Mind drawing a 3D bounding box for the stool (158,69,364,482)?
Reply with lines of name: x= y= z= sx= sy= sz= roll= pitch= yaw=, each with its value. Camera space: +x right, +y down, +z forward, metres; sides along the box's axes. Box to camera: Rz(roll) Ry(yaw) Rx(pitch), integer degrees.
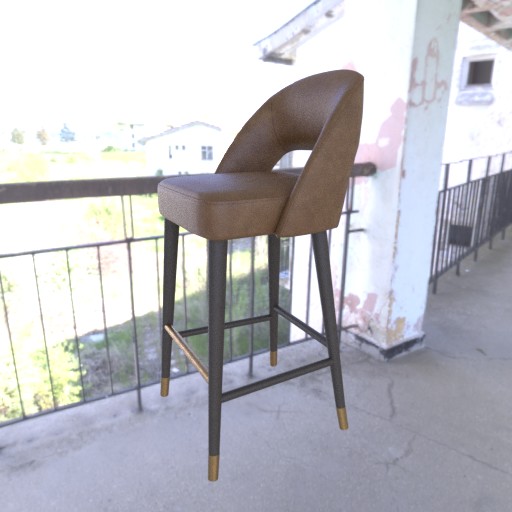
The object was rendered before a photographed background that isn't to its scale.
stool: x=0.000 y=0.000 z=1.302 sx=0.509 sy=1.037 sz=0.494 roll=-8 pitch=18 yaw=-27
